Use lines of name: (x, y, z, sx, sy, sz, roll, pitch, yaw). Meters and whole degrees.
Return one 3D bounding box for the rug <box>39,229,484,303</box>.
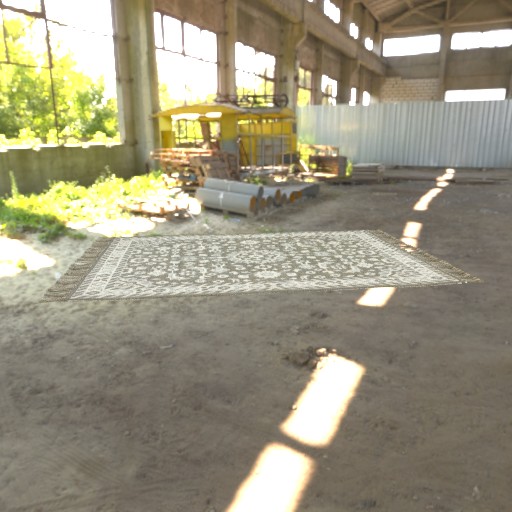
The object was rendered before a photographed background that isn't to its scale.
rug: (0.000, 0.000, 3.098, 2.431, 0.025, 1.530, -2, 15, -8)
